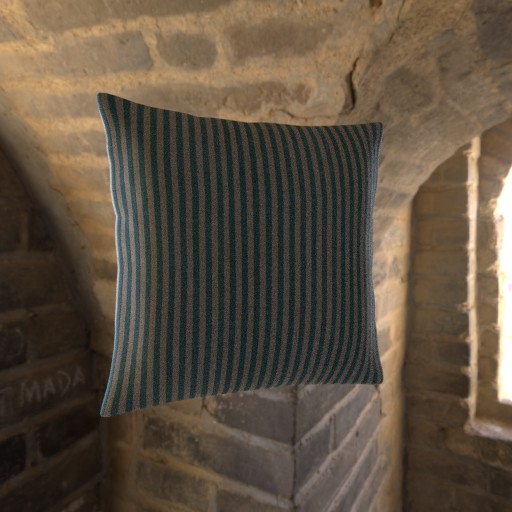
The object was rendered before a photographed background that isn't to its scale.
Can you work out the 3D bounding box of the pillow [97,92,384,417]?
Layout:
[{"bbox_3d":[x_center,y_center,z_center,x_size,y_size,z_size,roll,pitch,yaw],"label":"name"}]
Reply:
[{"bbox_3d":[0.000,0.000,0.778,0.523,0.510,0.166,0,1,-18],"label":"pillow"}]
